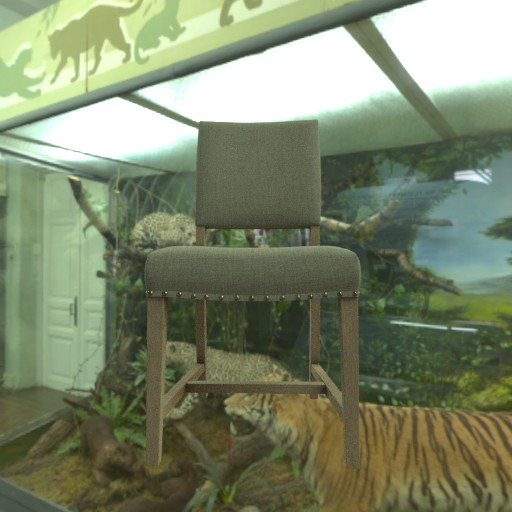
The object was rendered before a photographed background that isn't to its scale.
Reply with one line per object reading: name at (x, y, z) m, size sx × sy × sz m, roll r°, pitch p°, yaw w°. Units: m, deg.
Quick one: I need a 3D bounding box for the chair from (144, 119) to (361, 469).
chair at (0.000, 0.000, 1.331) m, size 0.508 × 0.986 × 0.622 m, roll 0°, pitch -1°, yaw 2°
